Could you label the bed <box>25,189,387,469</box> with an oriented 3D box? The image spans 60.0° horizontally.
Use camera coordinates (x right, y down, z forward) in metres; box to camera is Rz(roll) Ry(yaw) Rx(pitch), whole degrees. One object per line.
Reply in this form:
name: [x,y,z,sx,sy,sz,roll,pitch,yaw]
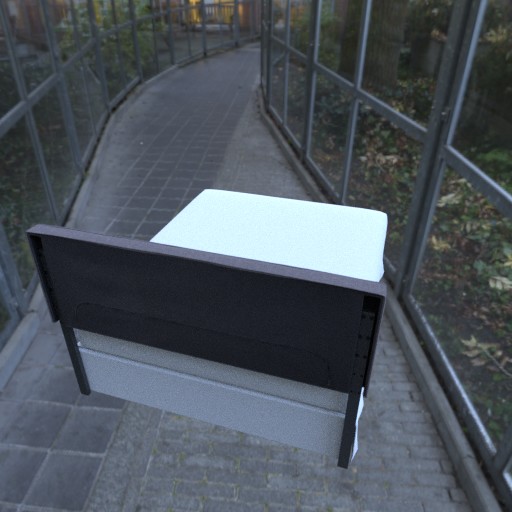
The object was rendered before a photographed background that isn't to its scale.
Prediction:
bed: [0.000,0.000,2.812,1.610,1.089,1.894,10,33,15]
